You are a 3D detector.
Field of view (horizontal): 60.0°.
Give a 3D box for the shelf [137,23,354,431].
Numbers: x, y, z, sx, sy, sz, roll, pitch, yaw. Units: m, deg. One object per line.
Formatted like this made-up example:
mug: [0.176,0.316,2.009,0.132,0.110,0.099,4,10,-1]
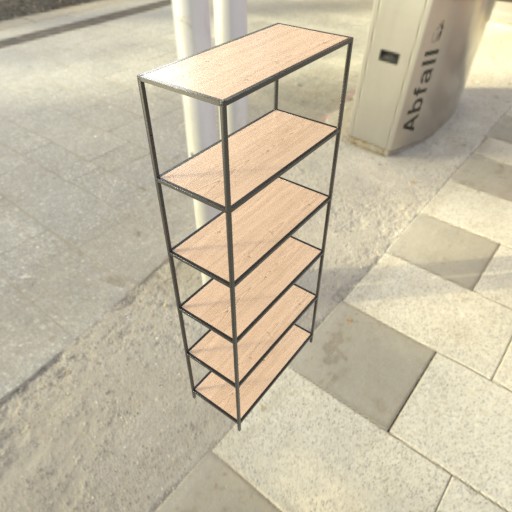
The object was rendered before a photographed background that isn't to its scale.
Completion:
shelf: [0.000,0.000,2.139,0.350,1.850,0.770,26,48,27]
